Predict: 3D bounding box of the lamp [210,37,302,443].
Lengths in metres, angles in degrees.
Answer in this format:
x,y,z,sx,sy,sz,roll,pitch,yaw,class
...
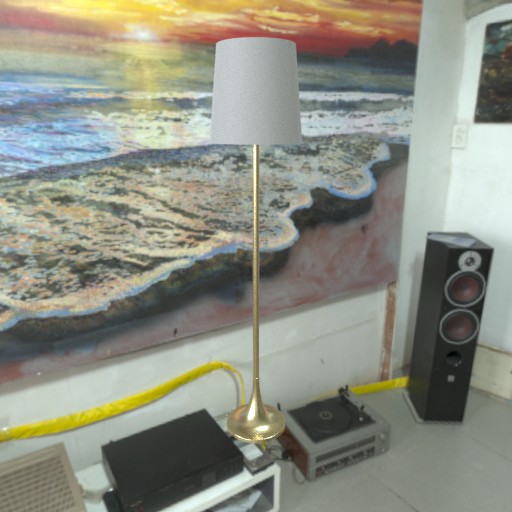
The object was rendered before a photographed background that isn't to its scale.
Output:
x,y,z,sx,sy,sz,roll,pitch,yaw,class
0.000,0.000,1.744,0.337,1.543,0.337,0,16,0,lamp
